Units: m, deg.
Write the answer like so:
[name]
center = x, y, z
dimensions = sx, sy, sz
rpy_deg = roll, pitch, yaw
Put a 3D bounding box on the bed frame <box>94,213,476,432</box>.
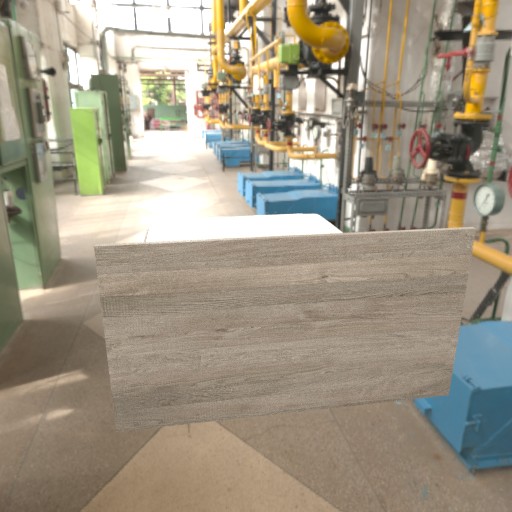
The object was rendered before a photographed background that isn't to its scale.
[bed frame]
center = 0.000, 0.000, 2.727
dimensions = 1.490, 0.800, 1.950
rpy_deg = -3, 19, -9
